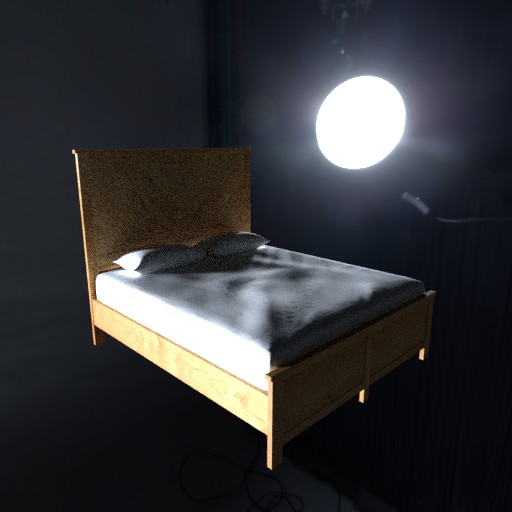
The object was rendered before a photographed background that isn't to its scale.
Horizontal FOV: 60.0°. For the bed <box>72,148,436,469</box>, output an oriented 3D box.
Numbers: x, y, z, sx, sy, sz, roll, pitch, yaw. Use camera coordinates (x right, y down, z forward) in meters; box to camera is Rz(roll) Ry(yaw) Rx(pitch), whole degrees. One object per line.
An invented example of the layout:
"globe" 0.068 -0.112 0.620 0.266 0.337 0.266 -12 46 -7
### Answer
"bed" 0.000 0.000 3.631 1.936 1.686 2.201 -14 20 -43
